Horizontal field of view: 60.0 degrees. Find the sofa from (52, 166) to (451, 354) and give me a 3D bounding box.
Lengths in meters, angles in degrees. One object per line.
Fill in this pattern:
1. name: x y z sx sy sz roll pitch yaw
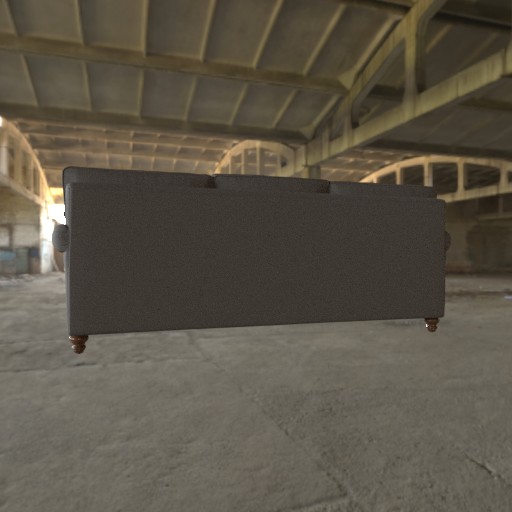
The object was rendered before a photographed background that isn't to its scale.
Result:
1. sofa: 0.000 0.000 2.850 2.353 0.948 0.966 0 0 -17
